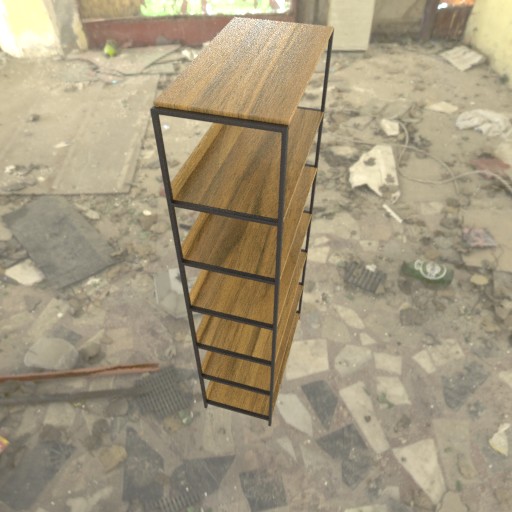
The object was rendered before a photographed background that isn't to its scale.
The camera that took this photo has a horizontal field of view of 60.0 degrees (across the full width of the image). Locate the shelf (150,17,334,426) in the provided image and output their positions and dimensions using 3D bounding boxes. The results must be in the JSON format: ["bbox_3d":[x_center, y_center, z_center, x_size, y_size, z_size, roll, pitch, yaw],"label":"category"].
[{"bbox_3d":[0.000,0.000,2.303,0.431,2.015,0.847,12,47,11],"label":"shelf"}]
